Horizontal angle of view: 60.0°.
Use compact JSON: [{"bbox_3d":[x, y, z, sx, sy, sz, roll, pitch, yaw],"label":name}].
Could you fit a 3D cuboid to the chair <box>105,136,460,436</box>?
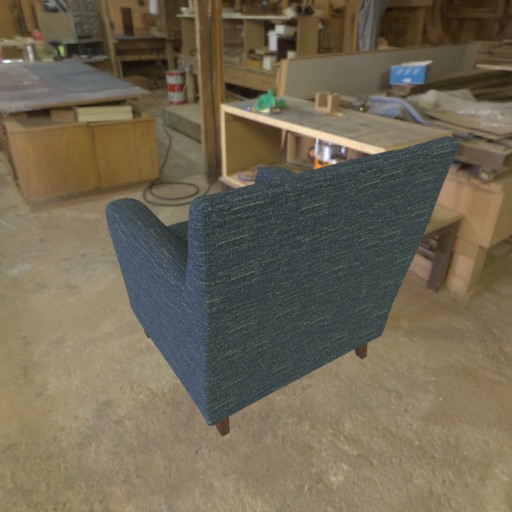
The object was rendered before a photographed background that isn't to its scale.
[{"bbox_3d":[0.000,0.000,1.617,0.864,0.928,0.873,-19,35,-29],"label":"chair"}]
